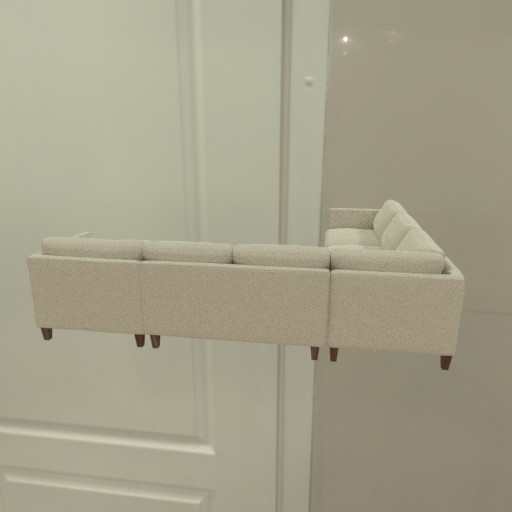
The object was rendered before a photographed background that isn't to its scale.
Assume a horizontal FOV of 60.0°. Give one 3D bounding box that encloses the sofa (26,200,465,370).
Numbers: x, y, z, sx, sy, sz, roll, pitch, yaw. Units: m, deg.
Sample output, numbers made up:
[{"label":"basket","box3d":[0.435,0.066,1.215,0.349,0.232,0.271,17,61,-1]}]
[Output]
[{"label":"sofa","box3d":[0.000,0.000,4.423,3.238,0.853,2.551,2,17,8]}]
